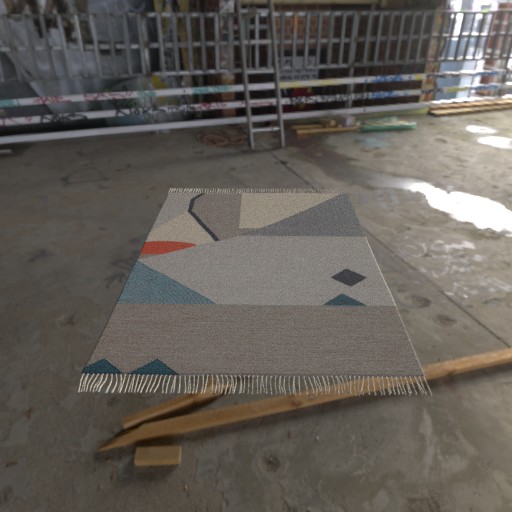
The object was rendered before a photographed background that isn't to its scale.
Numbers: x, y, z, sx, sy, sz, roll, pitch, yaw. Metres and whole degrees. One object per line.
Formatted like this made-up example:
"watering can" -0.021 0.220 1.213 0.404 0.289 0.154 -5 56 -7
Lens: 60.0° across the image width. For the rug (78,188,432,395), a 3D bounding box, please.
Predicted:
"rug" 0.000 0.000 2.277 1.220 0.005 1.828 0 31 1
